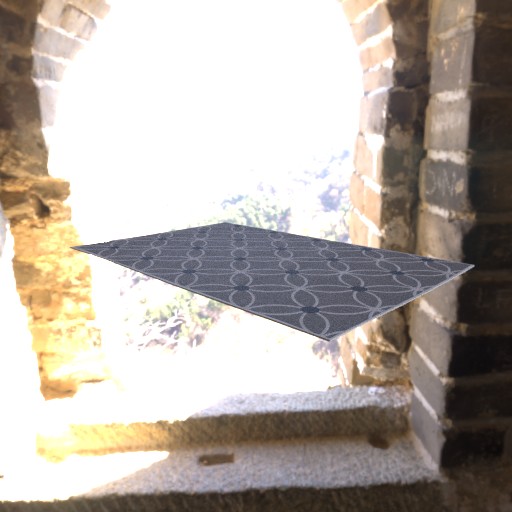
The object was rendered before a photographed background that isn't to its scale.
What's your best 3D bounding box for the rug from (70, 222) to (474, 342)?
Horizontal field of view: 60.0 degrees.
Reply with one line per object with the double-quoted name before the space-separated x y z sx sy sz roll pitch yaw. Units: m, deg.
"rug" 0.000 0.000 2.954 2.284 0.008 1.522 13 19 43
